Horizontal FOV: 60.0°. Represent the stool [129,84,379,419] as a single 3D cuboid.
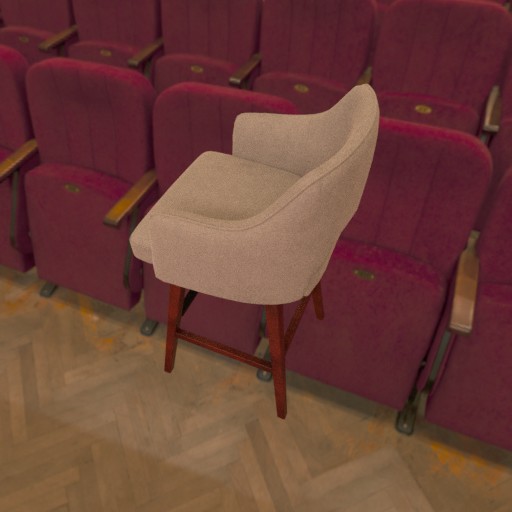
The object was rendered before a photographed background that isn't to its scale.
[{"bbox_3d":[0.000,0.000,1.360,0.558,1.012,0.548,17,49,15],"label":"stool"}]
